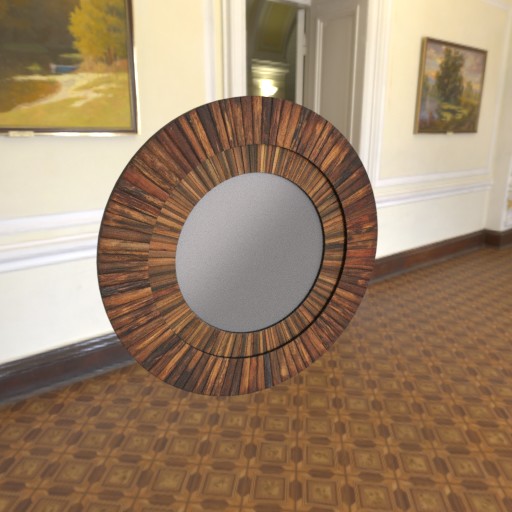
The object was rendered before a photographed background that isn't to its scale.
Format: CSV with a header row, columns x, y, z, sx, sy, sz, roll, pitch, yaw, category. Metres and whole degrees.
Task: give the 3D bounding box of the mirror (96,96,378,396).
x,y,z,sx,sy,sz,roll,pitch,yaw,category
0.000,0.000,1.583,1.077,1.077,0.036,-7,17,-25,mirror
